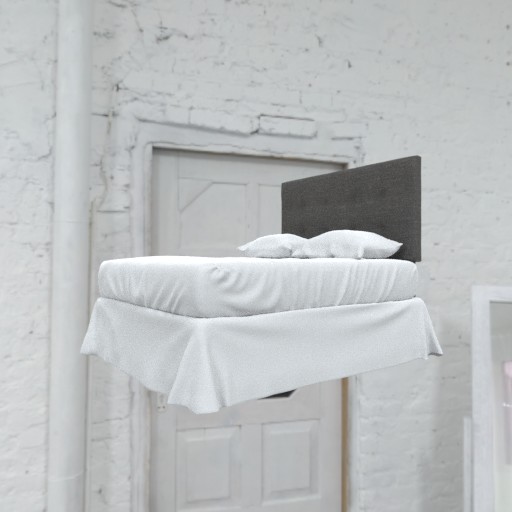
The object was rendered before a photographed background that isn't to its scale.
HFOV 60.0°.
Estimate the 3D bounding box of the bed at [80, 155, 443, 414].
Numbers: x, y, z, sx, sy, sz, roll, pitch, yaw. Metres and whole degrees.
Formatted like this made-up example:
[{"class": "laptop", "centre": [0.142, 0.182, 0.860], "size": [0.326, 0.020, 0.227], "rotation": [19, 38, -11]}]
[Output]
[{"class": "bed", "centre": [0.000, 0.000, 3.503], "size": [2.222, 1.577, 1.936], "rotation": [0, 0, -37]}]
